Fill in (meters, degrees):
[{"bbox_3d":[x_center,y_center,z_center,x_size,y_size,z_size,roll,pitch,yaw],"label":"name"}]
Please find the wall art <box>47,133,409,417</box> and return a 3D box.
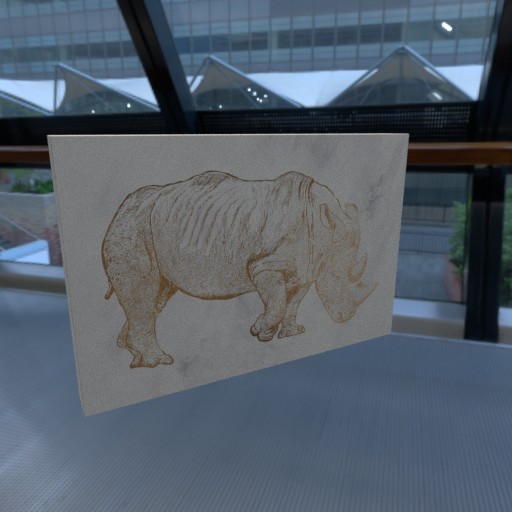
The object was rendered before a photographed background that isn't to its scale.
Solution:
[{"bbox_3d":[0.000,0.000,0.480,0.381,0.254,0.038,-8,18,-26],"label":"wall art"}]
